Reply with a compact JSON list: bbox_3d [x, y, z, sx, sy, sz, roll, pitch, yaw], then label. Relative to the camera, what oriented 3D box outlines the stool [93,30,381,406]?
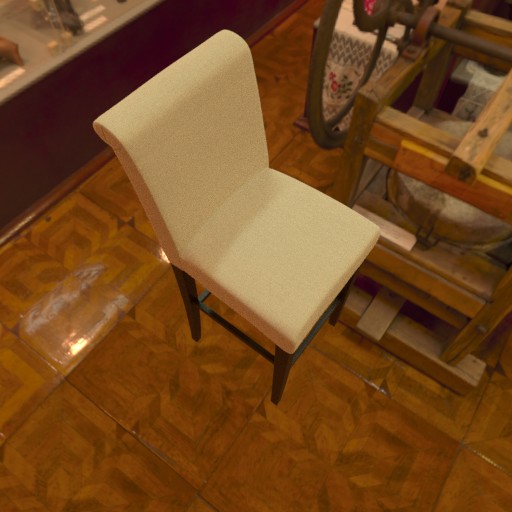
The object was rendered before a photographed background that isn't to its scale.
[{"bbox_3d":[0.000,0.000,1.435,0.597,1.124,0.452,33,64,19],"label":"stool"}]
